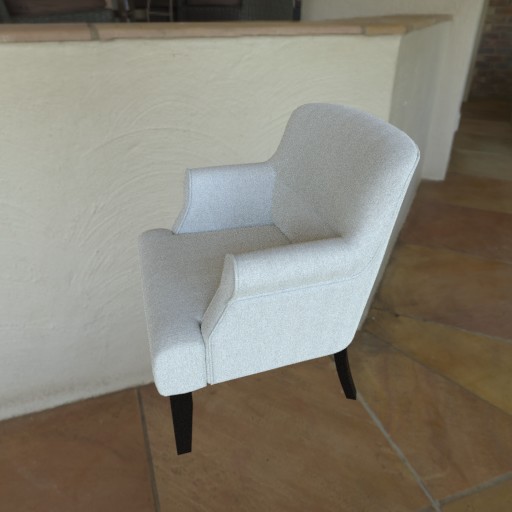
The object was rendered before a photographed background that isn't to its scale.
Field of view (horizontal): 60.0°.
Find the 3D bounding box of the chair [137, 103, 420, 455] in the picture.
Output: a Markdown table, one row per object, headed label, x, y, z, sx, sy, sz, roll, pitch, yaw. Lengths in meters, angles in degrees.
| label | x | y | z | sx | sy | sz | roll | pitch | yaw |
| --- | --- | --- | --- | --- | --- | --- | --- | --- | --- |
| chair | 0.000 | 0.000 | 1.459 | 0.750 | 0.875 | 0.781 | -8 | 30 | -14 |
